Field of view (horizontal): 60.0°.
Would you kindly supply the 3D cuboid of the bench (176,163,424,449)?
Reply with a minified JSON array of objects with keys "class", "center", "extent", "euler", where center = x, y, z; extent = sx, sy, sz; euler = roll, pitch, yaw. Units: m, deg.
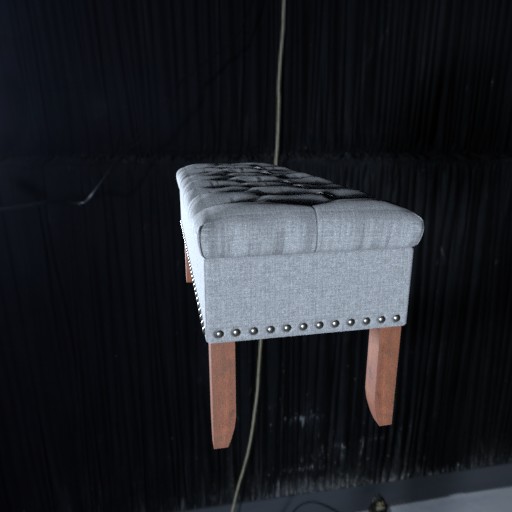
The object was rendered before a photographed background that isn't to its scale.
[{"class":"bench","center":[0.000,0.000,1.304],"extent":[0.417,0.470,1.052],"euler":[-3,16,-11]}]
